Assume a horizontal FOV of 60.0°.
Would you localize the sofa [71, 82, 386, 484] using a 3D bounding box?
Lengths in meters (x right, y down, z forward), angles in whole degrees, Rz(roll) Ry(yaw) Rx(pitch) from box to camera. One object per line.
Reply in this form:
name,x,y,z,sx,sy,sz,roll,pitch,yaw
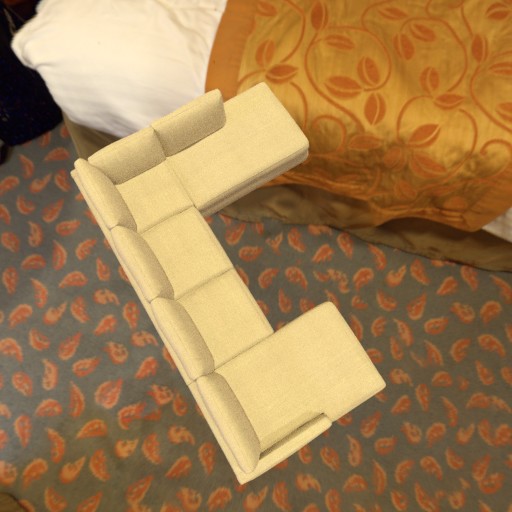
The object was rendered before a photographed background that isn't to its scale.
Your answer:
sofa,0.000,0.000,3.546,1.879,0.756,2.737,-31,76,-8
